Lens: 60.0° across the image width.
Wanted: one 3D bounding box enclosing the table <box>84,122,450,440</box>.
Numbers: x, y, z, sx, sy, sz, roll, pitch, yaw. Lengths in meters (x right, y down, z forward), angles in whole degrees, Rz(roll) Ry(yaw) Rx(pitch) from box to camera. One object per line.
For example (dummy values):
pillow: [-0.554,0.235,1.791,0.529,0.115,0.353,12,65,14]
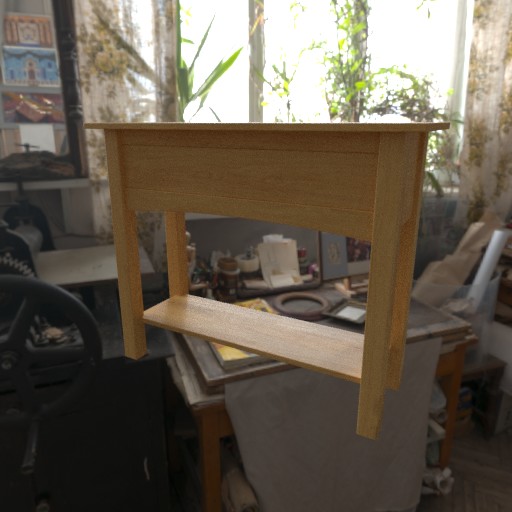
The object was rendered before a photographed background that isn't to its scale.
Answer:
table: [0.000,0.000,1.259,0.900,0.728,0.340,9,19,28]
